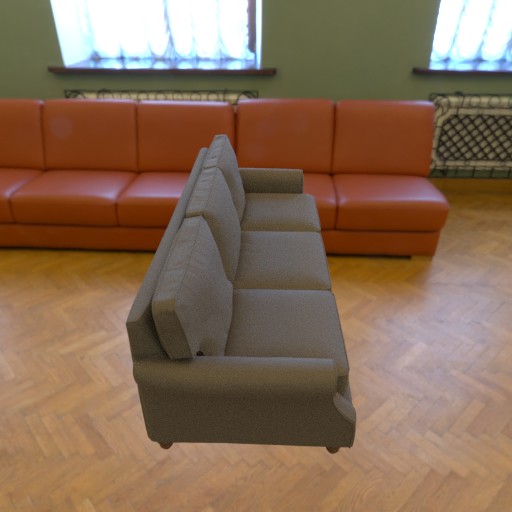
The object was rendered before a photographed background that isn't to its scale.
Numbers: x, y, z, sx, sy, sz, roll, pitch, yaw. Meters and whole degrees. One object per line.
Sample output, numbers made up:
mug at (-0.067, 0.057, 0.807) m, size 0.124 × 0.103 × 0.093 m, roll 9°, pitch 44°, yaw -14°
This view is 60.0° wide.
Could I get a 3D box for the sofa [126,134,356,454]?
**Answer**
sofa at (0.000, 0.000, 2.781) m, size 0.966 × 0.948 × 2.353 m, roll 1°, pitch 31°, yaw 1°
